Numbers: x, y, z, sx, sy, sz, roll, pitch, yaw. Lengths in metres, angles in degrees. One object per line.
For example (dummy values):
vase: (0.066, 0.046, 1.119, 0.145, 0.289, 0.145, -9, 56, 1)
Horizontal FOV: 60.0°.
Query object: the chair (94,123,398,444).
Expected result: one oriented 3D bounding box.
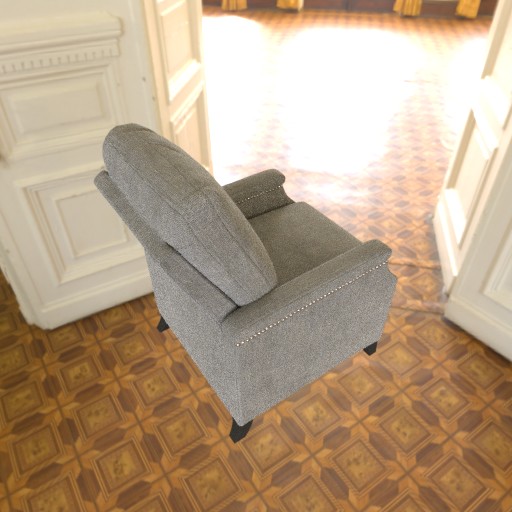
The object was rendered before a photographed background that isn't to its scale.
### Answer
chair: (0.000, 0.000, 1.682, 0.922, 1.049, 0.710, -24, 46, -26)
